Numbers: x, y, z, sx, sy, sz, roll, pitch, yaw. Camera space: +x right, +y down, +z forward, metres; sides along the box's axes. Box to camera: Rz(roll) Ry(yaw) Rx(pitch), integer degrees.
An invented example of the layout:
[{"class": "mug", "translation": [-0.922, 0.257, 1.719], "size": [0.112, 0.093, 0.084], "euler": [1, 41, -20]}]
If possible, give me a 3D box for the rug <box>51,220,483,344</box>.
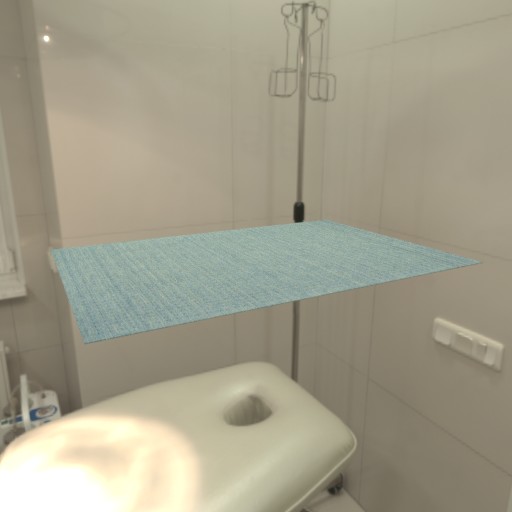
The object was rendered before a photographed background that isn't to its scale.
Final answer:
[{"class": "rug", "translation": [0.000, 0.000, 3.587], "size": [2.895, 0.006, 1.982], "euler": [-8, 17, -27]}]
